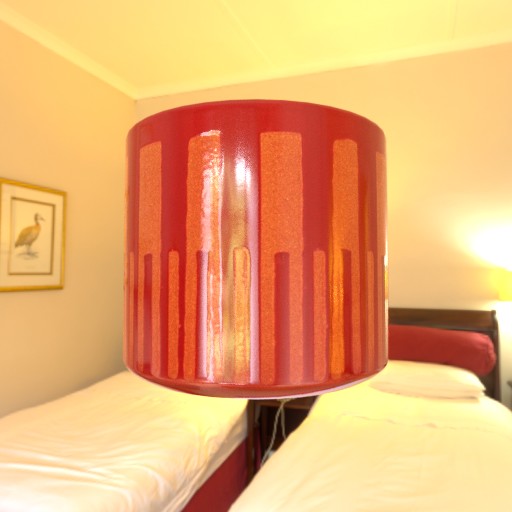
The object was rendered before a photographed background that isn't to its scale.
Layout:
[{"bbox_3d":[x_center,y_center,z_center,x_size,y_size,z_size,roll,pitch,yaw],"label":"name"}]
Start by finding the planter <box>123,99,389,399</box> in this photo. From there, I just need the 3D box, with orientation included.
[{"bbox_3d":[0.000,0.000,0.403,0.230,0.202,0.230,0,-2,0],"label":"planter"}]
